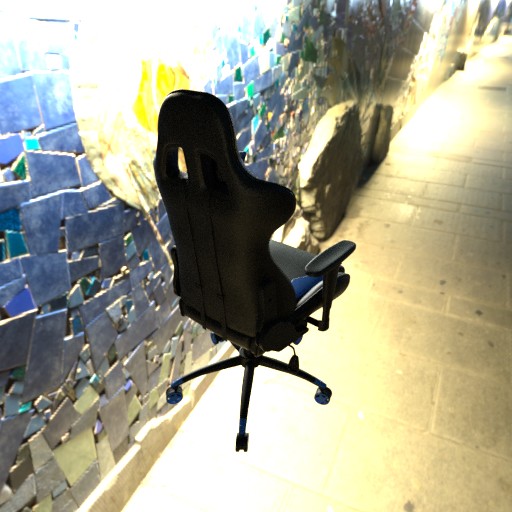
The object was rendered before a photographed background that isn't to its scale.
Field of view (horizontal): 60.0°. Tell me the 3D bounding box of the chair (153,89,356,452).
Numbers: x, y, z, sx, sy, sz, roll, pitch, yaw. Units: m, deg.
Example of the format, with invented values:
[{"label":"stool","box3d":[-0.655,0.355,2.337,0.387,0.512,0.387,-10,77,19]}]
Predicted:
[{"label":"chair","box3d":[0.000,0.000,1.721,0.695,1.282,0.730,21,36,33]}]
